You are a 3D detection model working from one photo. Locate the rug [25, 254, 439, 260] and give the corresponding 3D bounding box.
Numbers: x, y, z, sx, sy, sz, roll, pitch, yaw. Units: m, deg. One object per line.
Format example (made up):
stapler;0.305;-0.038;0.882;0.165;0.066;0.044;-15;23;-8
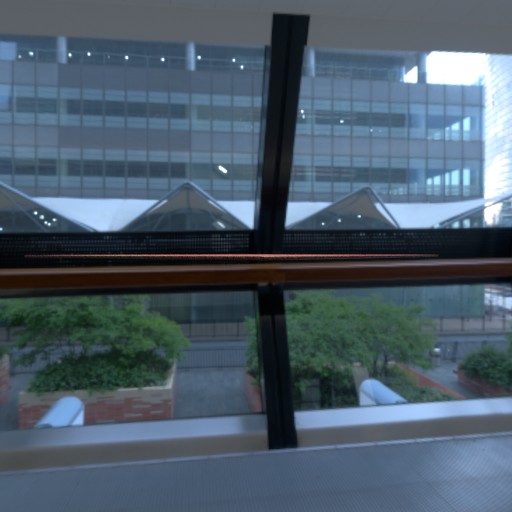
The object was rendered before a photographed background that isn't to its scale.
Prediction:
rug;0.000;0.000;4.049;2.411;0.020;3.032;0;0;37
